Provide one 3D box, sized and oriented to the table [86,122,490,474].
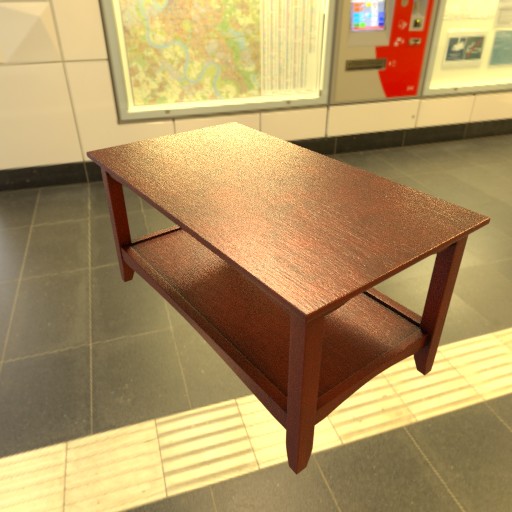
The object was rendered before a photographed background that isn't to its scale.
[{"bbox_3d":[0.000,0.000,1.238,0.533,0.456,0.943,-22,38,-31],"label":"table"}]
